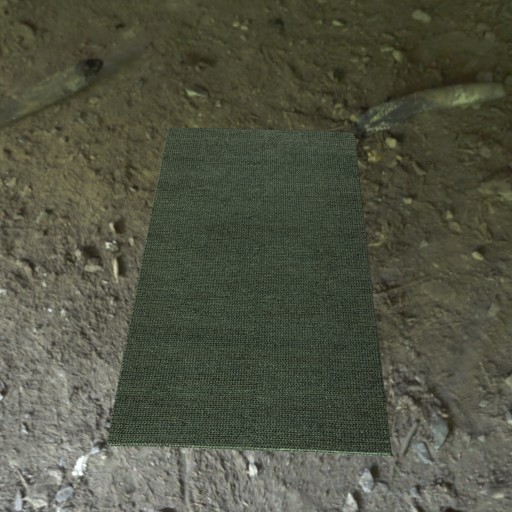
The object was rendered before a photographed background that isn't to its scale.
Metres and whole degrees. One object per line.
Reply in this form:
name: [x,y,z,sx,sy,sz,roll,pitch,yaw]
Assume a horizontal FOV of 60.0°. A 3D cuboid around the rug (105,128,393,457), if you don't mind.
rug: [0.000,0.000,2.999,1.538,0.021,2.443,2,59,1]
